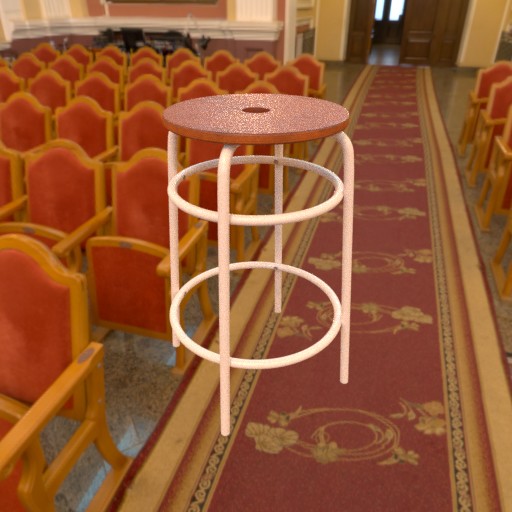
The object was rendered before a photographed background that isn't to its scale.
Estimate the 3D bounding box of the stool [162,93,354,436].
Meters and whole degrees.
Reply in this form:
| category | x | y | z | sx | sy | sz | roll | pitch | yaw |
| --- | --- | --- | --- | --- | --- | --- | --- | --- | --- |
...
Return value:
| category | x | y | z | sx | sy | sz | roll | pitch | yaw |
| --- | --- | --- | --- | --- | --- | --- | --- | --- | --- |
| stool | 0.000 | 0.000 | 0.955 | 0.455 | 0.610 | 0.455 | 9 | 31 | 15 |
